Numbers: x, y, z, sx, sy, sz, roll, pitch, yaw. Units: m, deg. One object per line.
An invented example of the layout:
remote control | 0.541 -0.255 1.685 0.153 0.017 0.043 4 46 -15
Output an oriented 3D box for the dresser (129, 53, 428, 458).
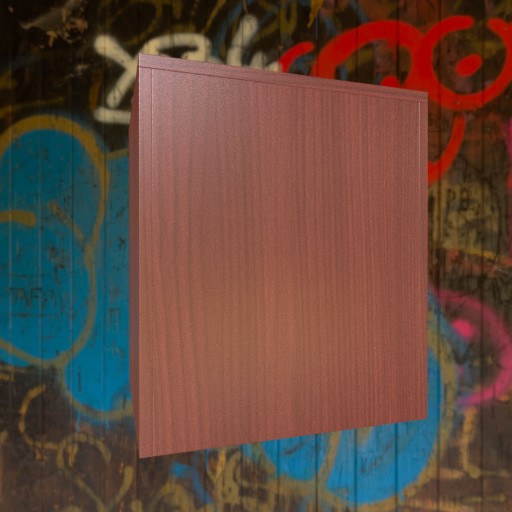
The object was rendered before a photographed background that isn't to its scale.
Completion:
dresser | 0.000 0.000 0.744 0.400 0.470 0.360 0 0 -18
